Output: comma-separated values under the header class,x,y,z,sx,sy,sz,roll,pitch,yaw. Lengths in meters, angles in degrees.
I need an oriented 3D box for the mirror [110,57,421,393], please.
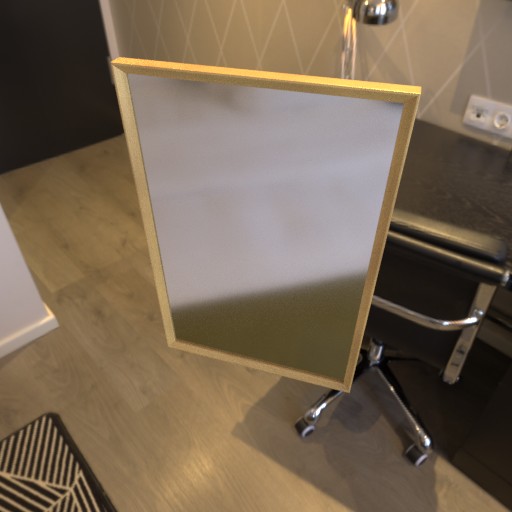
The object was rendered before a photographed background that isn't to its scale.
class,x,y,z,sx,sy,sz,roll,pitch,yaw
mirror,0.000,0.000,1.144,0.609,0.915,0.041,11,41,13
